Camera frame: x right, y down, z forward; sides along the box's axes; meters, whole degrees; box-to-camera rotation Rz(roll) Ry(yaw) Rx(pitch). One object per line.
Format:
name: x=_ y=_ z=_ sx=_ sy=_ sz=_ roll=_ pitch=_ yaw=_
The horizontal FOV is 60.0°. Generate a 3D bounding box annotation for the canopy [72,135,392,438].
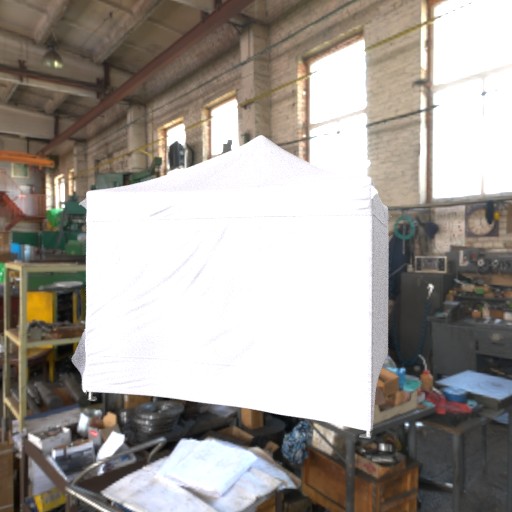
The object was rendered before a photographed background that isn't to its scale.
canopy: x=0.000 y=0.000 z=5.529 sx=3.121 sy=2.997 sz=3.043 roll=0 pitch=1 yaw=19
